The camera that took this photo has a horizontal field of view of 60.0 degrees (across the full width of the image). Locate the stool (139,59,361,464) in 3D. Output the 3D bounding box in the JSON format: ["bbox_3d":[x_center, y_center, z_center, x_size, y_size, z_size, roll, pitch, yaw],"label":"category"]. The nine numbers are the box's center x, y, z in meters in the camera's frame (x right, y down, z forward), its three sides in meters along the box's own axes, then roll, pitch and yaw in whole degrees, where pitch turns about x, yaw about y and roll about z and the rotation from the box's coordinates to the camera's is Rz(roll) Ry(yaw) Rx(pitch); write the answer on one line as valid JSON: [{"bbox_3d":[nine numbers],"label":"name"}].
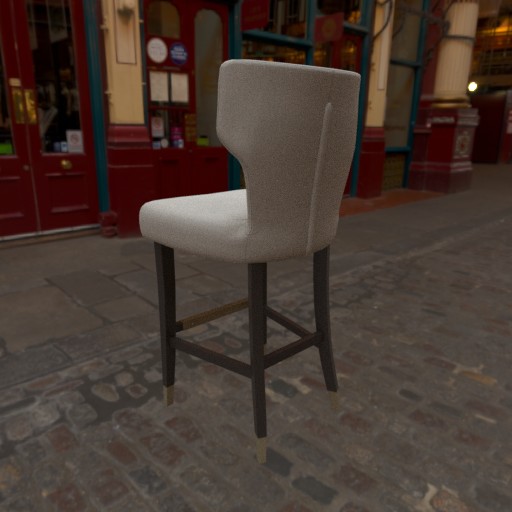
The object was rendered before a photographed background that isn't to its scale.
[{"bbox_3d":[0.000,0.000,1.420,0.526,1.092,0.563,-15,22,-41],"label":"stool"}]
